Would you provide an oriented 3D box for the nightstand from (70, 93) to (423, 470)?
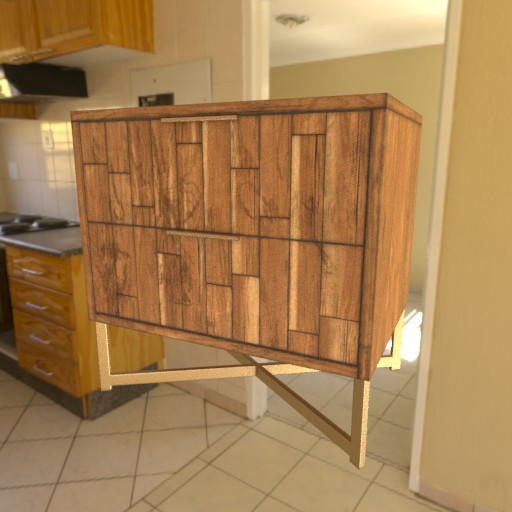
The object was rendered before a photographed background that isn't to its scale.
[{"bbox_3d":[0.000,0.000,0.993,0.610,0.610,0.446,6,14,25],"label":"nightstand"}]
